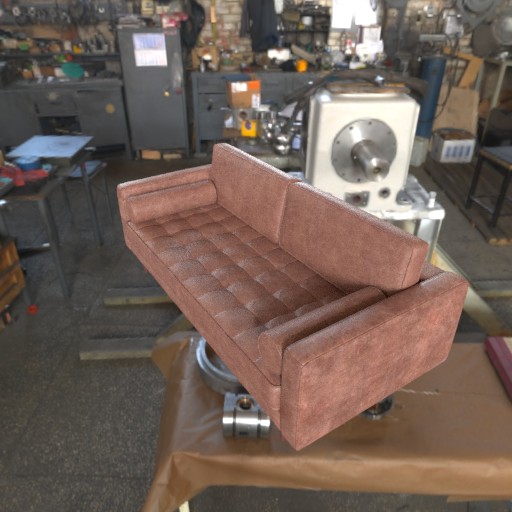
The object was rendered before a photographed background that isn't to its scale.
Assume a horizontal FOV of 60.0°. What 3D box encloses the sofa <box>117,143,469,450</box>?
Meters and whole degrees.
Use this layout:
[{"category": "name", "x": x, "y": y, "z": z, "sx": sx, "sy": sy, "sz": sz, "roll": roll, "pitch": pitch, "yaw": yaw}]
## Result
[{"category": "sofa", "x": 0.000, "y": 0.000, "z": 2.361, "sx": 0.910, "sy": 0.760, "sz": 1.870, "roll": -19, "pitch": 35, "yaw": -28}]
